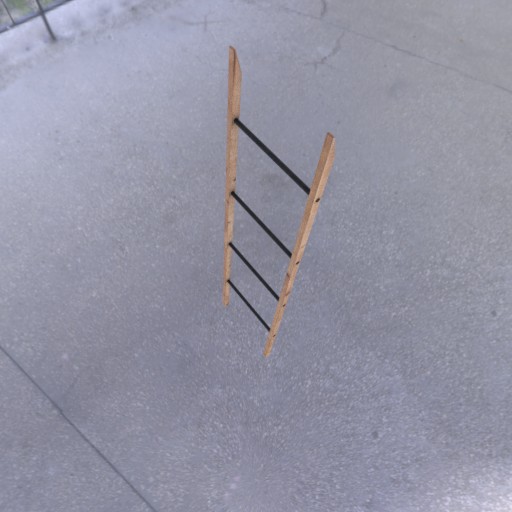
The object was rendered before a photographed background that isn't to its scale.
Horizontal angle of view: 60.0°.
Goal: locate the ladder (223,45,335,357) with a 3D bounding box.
[{"bbox_3d":[0.000,0.000,1.977,0.200,1.805,0.442,-35,68,-16],"label":"ladder"}]
